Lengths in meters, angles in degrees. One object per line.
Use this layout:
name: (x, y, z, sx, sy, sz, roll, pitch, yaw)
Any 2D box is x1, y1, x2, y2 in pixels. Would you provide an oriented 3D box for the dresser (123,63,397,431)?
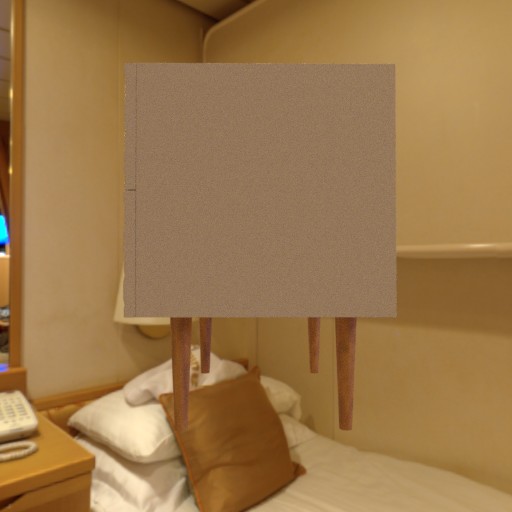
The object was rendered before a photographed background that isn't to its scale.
dresser: (0.000, 0.000, 0.909, 0.414, 0.568, 0.503, 0, -1, 0)
